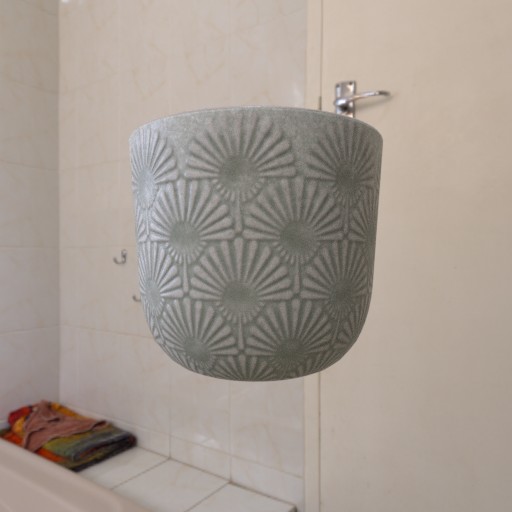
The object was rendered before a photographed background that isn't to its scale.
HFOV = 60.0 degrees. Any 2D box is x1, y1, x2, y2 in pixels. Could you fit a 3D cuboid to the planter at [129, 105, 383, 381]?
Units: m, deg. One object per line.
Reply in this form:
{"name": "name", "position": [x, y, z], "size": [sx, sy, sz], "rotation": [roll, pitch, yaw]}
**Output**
{"name": "planter", "position": [0.000, 0.000, 0.307], "size": [0.170, 0.152, 0.170], "rotation": [0, 0, 0]}
